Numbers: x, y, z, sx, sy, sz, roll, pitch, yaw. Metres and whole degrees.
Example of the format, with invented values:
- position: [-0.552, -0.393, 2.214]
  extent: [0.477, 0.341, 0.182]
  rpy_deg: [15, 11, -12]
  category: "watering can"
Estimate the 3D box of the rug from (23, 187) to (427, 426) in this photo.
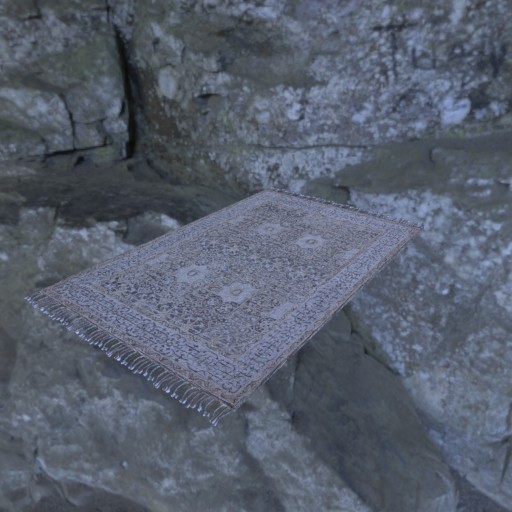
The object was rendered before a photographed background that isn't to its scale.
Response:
- position: [0.000, 0.000, 2.464]
  extent: [1.237, 0.010, 2.029]
  rpy_deg: [20, 33, 32]
  category: "rug"
